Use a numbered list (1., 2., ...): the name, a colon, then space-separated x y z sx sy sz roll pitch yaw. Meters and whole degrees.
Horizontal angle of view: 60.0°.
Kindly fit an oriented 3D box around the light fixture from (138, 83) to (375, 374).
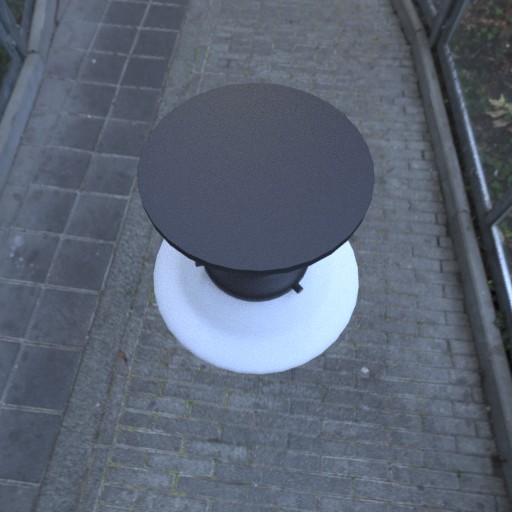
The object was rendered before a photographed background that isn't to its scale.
1. light fixture: 0.000 0.000 0.398 0.197 0.254 0.197 0 63 0
